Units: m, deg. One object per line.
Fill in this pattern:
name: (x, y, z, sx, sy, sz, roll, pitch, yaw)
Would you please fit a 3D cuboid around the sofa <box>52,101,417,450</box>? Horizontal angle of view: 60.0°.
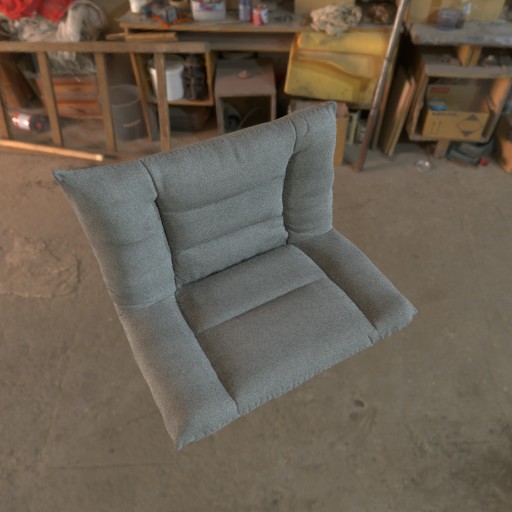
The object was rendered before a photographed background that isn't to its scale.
sofa: (0.000, 0.000, 1.714, 1.144, 0.795, 0.847, -22, 51, -20)
